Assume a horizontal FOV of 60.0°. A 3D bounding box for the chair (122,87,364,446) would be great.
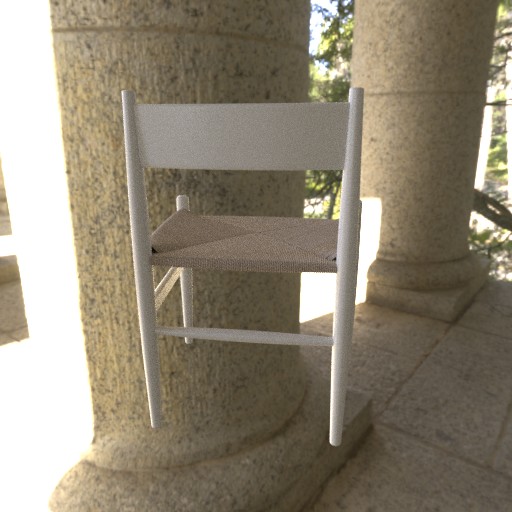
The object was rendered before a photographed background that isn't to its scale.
[{"bbox_3d":[0.000,0.000,1.126,0.556,0.762,0.495,2,16,8],"label":"chair"}]
